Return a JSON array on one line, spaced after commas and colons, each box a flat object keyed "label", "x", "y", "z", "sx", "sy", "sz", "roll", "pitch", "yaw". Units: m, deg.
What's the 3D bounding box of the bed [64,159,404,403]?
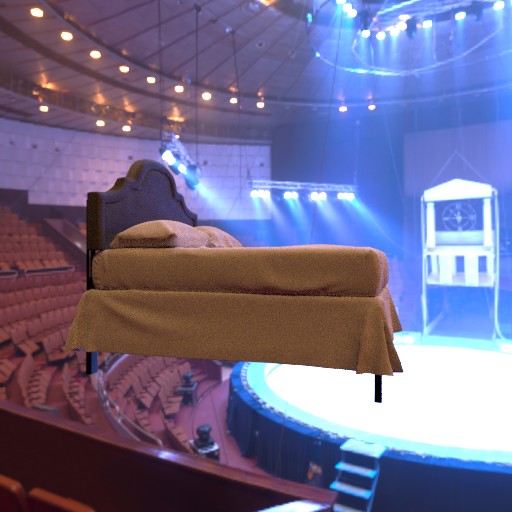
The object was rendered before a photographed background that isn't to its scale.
[{"label": "bed", "x": 0.000, "y": 0.000, "z": 3.516, "sx": 2.222, "sy": 1.634, "sz": 1.780, "roll": 0, "pitch": 0, "yaw": 18}]
